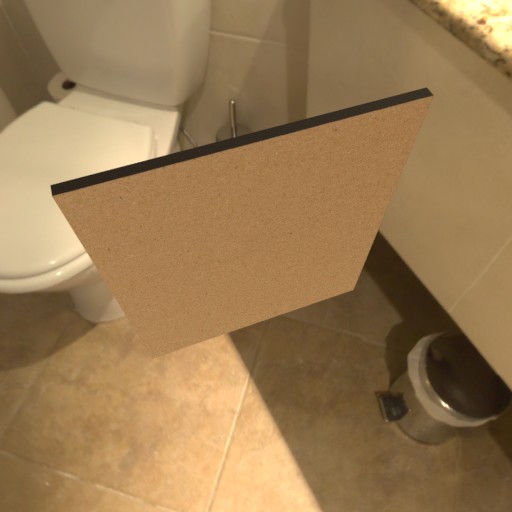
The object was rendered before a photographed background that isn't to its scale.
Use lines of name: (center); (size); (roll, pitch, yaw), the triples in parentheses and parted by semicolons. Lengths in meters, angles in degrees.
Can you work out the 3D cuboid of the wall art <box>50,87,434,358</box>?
wall art: (0.000, 0.000, 1.203); (0.755, 0.863, 0.028); (-17, 60, -10)
